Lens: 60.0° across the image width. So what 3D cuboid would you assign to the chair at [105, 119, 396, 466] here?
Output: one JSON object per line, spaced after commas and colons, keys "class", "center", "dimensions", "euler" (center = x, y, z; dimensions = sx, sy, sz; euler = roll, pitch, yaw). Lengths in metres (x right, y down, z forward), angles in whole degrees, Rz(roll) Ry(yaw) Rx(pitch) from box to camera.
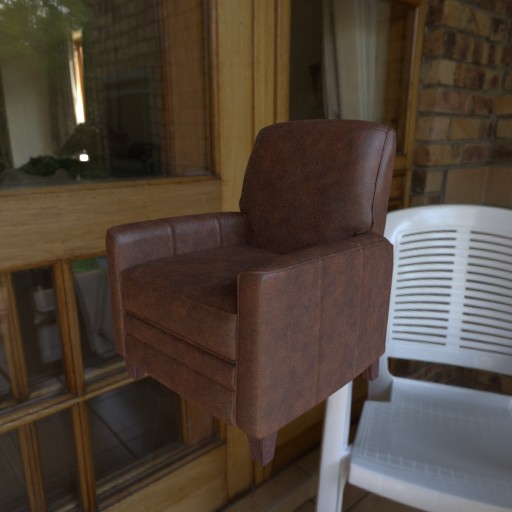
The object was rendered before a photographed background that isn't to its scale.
{"class": "chair", "center": [0.000, 0.000, 1.679], "dimensions": [0.839, 1.010, 0.850], "euler": [14, 20, 42]}
